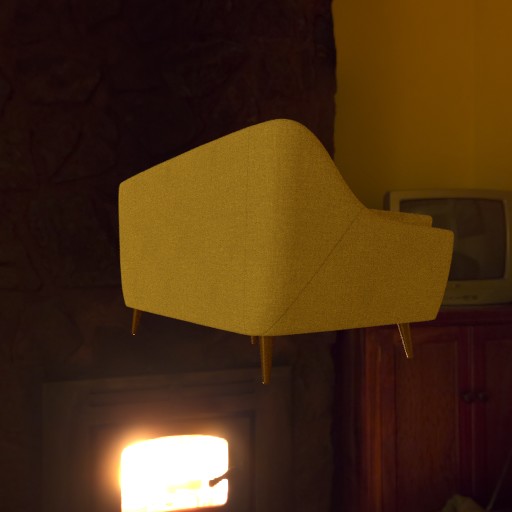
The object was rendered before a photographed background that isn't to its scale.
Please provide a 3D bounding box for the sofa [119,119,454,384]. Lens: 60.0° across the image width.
[{"bbox_3d":[0.000,0.000,2.262,0.965,0.888,1.652,1,-1,-35],"label":"sofa"}]
